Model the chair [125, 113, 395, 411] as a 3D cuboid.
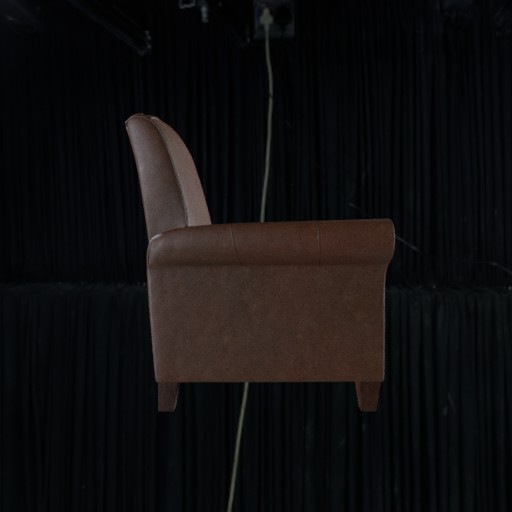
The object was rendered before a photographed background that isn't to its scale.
[{"bbox_3d":[0.000,0.000,1.865,0.902,1.061,0.978,0,0,0],"label":"chair"}]
